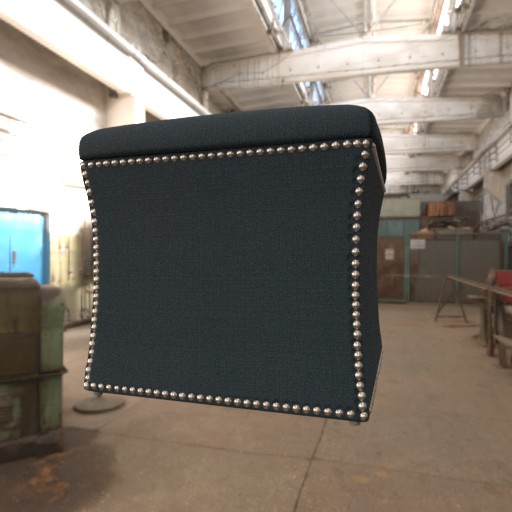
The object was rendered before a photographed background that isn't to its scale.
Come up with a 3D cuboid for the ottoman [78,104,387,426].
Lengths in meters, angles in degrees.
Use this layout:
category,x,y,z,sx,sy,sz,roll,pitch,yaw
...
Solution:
category,x,y,z,sx,sy,sz,roll,pitch,yaw
ottoman,0.000,0.000,0.900,0.507,0.475,0.497,0,0,18
